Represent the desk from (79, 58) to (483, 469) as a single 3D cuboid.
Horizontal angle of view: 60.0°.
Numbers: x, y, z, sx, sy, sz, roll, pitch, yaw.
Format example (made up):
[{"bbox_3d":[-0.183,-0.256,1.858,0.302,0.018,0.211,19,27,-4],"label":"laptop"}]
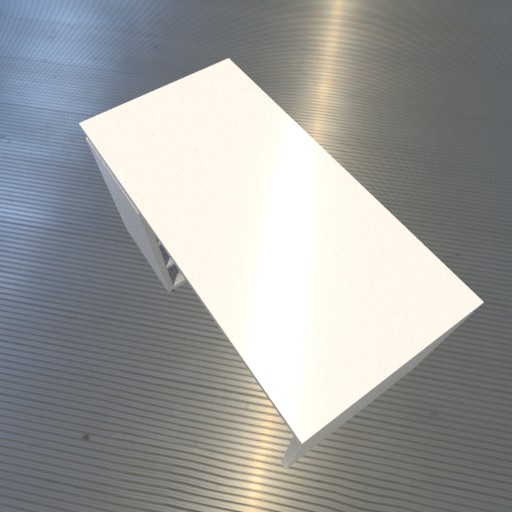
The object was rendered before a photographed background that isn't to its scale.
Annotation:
[{"bbox_3d":[0.000,0.000,1.838,0.690,0.740,1.400,-31,64,-17],"label":"desk"}]
